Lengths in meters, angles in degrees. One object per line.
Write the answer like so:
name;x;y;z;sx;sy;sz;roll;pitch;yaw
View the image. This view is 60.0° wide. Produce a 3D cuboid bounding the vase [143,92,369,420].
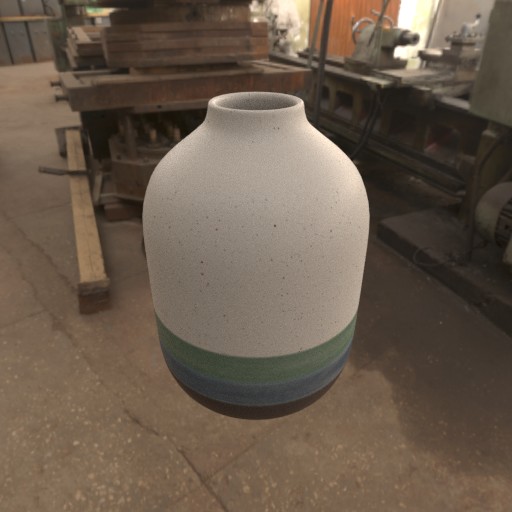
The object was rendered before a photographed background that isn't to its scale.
vase;0.000;0.000;0.356;0.169;0.240;0.169;0;30;0
